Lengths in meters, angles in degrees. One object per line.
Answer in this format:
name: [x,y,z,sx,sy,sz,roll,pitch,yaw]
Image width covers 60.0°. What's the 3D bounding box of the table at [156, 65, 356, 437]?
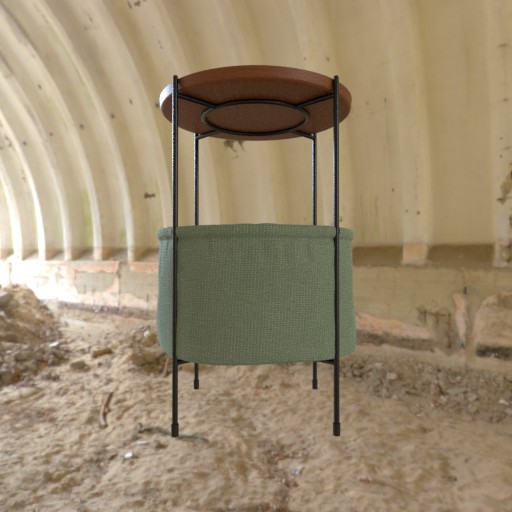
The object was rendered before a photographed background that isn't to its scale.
table: [0.000,0.000,0.907,0.400,0.623,0.400,0,0,0]
